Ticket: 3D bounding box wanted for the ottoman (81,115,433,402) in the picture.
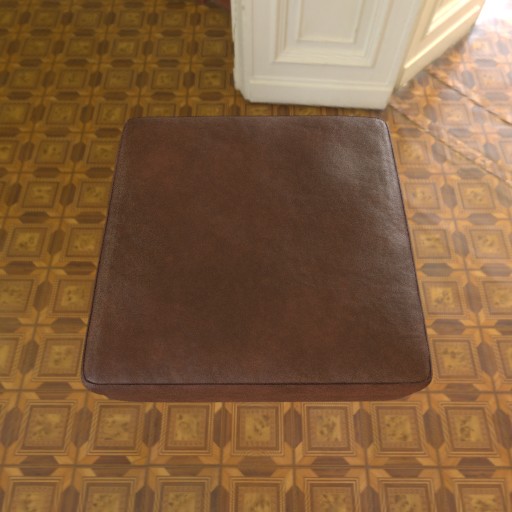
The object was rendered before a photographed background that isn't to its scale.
[{"bbox_3d":[0.000,0.000,1.324,0.844,0.415,0.836,0,63,0],"label":"ottoman"}]
